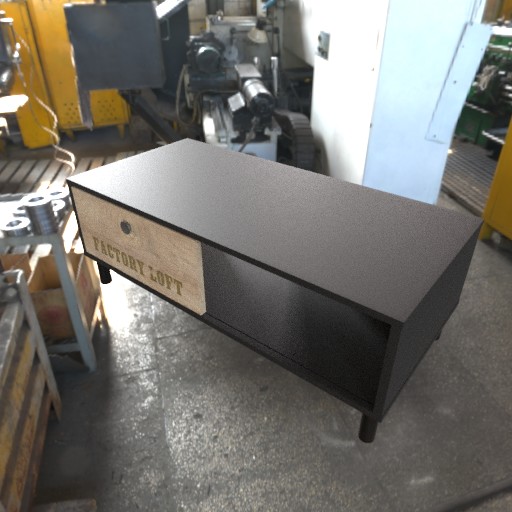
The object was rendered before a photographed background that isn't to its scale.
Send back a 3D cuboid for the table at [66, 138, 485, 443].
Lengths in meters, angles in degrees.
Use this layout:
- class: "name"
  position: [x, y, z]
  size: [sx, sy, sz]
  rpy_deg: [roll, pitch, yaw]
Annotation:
- class: "table"
  position: [0.000, 0.000, 1.372]
  size: [1.100, 0.400, 0.550]
  rpy_deg: [23, 39, 32]
